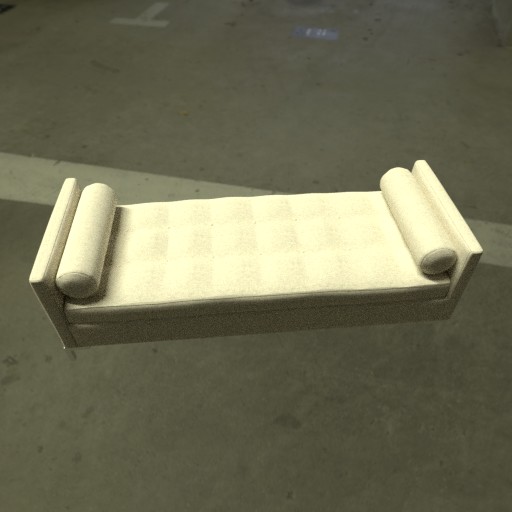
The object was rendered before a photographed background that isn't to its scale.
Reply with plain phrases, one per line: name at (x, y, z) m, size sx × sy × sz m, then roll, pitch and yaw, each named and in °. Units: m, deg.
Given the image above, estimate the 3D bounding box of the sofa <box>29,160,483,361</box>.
sofa at (0.000, 0.000, 2.498) m, size 2.102 × 0.655 × 0.797 m, roll -4°, pitch 45°, yaw -4°
